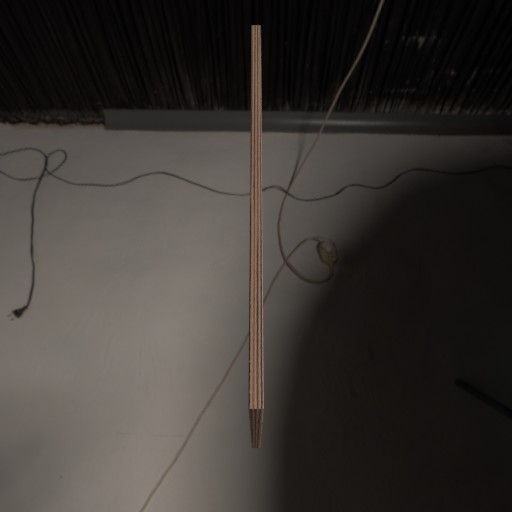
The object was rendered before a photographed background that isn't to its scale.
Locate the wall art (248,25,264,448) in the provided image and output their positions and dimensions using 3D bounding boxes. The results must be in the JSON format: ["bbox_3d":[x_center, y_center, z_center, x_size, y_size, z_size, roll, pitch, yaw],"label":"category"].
[{"bbox_3d":[0.000,0.000,0.675,0.013,0.406,0.508,0,62,0],"label":"wall art"}]
